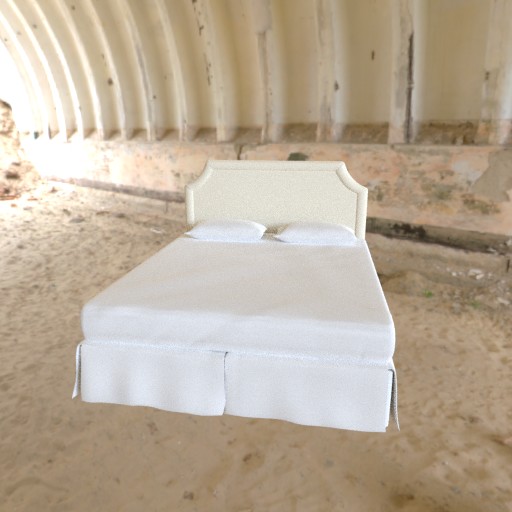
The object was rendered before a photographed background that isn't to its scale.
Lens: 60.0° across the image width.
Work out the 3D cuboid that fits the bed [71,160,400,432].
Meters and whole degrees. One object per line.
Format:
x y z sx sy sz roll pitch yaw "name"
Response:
0.000 0.000 4.161 2.350 1.590 2.773 2 16 9 "bed"
